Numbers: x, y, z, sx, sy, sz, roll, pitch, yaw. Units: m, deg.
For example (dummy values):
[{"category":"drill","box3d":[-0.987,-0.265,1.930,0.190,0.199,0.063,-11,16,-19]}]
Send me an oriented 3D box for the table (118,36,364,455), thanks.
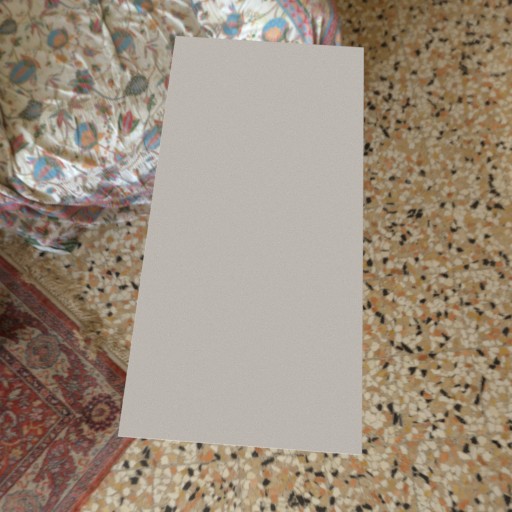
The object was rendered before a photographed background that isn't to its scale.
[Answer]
[{"category":"table","box3d":[0.000,0.000,1.349,0.498,0.660,0.991,4,74,1]}]
